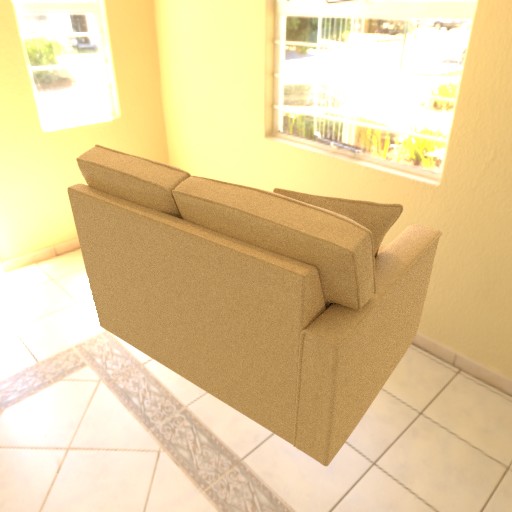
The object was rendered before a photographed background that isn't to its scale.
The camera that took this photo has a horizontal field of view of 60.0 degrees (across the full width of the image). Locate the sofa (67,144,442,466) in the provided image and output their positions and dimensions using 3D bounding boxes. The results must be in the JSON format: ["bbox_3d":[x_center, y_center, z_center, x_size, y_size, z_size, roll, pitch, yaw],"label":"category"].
[{"bbox_3d":[0.000,0.000,2.087,1.388,0.989,0.991,20,36,31],"label":"sofa"}]
